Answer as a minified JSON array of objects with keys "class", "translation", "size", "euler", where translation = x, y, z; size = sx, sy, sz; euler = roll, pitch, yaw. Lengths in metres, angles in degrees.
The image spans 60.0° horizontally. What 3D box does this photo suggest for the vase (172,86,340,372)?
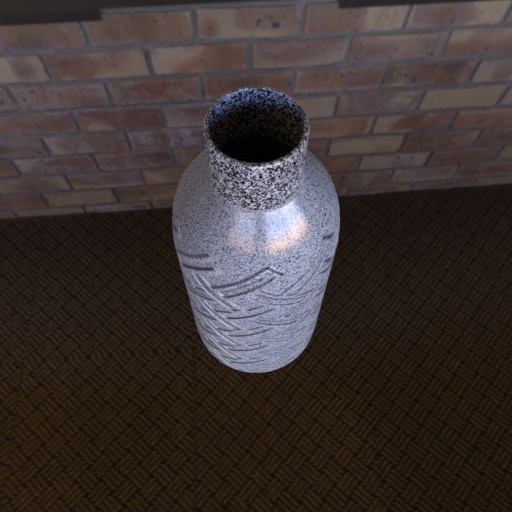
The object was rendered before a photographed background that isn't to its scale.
[{"class":"vase","translation":[0.000,0.000,0.337],"size":[0.122,0.282,0.122],"euler":[0,64,0]}]
